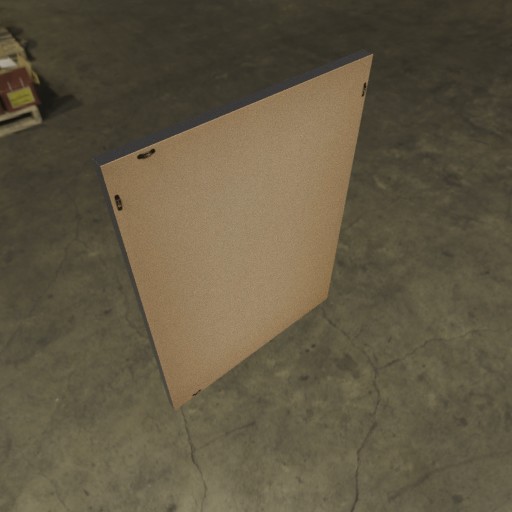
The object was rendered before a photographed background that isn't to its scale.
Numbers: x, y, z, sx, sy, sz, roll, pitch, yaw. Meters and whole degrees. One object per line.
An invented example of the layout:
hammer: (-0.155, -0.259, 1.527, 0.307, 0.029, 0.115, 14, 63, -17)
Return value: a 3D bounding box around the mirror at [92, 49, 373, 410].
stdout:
mirror: (0.000, 0.000, 1.346, 0.762, 1.016, 0.040, -32, 54, -26)
